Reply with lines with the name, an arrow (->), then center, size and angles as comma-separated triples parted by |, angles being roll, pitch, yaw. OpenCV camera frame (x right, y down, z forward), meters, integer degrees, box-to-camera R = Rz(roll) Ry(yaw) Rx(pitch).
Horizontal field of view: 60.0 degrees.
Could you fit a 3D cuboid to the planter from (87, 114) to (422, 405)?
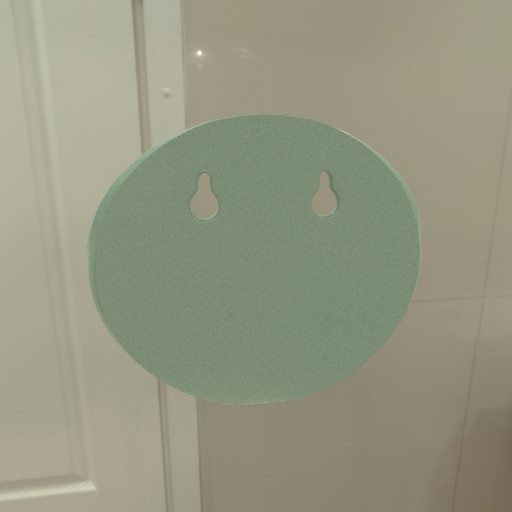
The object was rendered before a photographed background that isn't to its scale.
planter -> 0.000, 0.000, 0.273 | 0.189, 0.164, 0.073 | -2, 15, -8
